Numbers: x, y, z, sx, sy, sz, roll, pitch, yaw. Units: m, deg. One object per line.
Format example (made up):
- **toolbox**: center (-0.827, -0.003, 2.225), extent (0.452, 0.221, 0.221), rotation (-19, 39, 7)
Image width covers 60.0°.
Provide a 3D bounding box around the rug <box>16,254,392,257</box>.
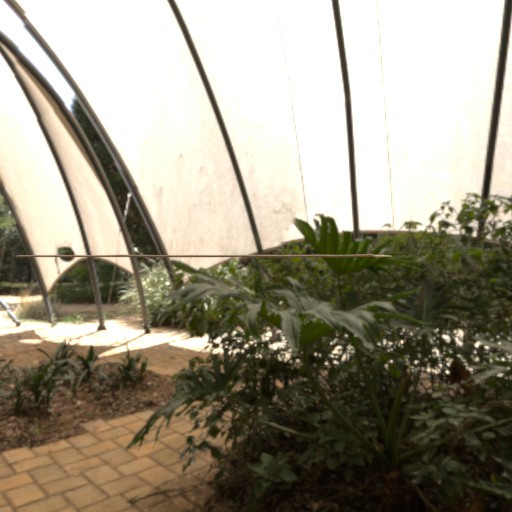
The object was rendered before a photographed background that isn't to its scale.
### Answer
- **rug**: center (0.000, 0.000, 4.312), extent (2.449, 0.019, 3.357), rotation (0, 0, 19)
